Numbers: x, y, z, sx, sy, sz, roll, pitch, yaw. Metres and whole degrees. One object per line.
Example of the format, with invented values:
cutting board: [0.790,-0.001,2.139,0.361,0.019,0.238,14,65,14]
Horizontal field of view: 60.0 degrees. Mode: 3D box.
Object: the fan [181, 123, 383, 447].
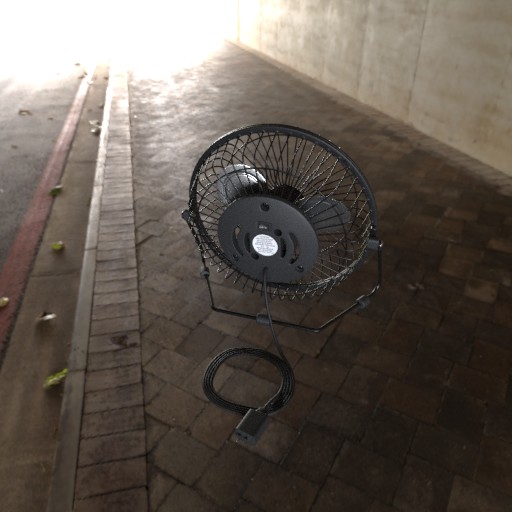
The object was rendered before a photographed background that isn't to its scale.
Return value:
fan: [0.000,0.000,0.369,0.209,0.188,0.227,10,33,15]
